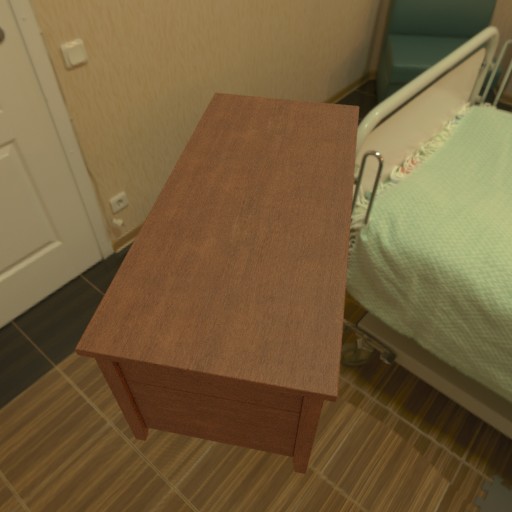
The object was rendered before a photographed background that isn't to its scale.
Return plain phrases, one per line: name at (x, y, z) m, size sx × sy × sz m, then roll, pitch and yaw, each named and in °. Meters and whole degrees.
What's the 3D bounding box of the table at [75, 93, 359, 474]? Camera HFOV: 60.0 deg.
table at (0.000, 0.000, 1.292) m, size 0.483 × 0.457 × 1.016 m, roll 8°, pitch 47°, yaw 8°
